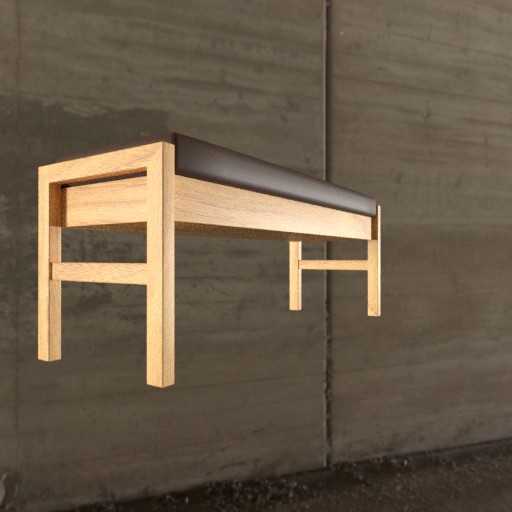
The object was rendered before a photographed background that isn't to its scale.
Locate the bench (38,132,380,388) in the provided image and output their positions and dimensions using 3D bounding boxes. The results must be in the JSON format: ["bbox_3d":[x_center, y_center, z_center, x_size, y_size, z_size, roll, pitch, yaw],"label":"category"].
[{"bbox_3d":[0.000,0.000,1.408,0.405,0.480,1.200,0,0,34],"label":"bench"}]
